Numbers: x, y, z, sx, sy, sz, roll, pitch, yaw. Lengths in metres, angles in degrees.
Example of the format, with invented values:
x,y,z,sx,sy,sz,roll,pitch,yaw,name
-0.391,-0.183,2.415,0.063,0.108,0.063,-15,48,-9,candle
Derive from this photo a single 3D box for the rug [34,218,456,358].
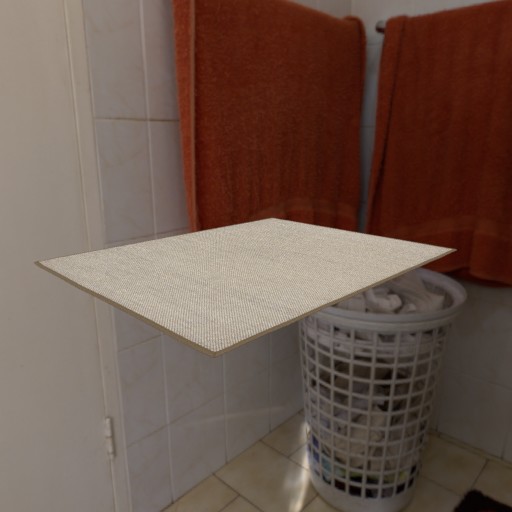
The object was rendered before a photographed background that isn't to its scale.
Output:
x,y,z,sx,sy,sz,roll,pitch,yaw,name
0.000,0.000,4.011,2.413,0.020,3.041,15,21,43,rug
